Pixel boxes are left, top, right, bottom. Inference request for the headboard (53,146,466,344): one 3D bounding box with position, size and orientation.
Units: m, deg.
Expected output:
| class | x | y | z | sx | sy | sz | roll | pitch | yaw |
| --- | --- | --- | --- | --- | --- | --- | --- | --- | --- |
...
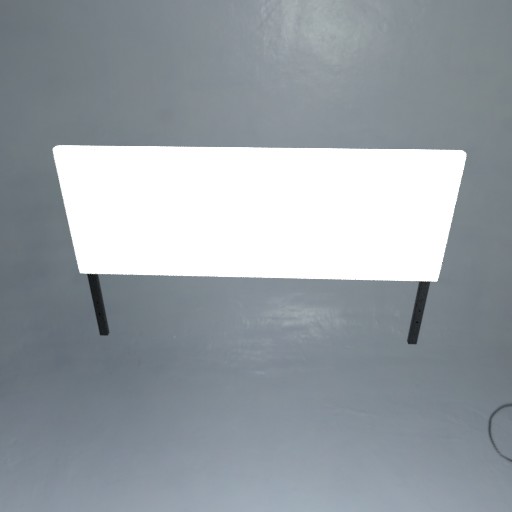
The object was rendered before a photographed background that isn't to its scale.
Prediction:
| class | x | y | z | sx | sy | sz | roll | pitch | yaw |
| --- | --- | --- | --- | --- | --- | --- | --- | --- | --- |
| headboard | 0.000 | 0.000 | 2.877 | 2.362 | 1.410 | 0.120 | 1 | 29 | 2 |
